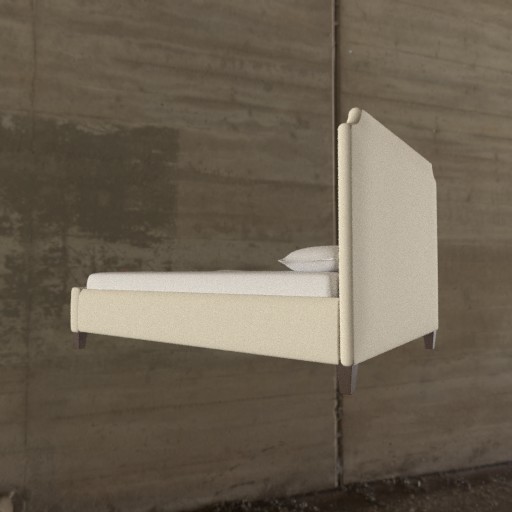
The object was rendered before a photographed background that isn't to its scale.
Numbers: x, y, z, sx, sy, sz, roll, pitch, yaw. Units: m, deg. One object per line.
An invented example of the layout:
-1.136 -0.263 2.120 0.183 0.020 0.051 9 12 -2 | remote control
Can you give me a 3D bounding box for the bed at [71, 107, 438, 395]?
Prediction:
0.000 0.000 3.475 2.372 1.443 1.712 -2 -3 35 | bed
